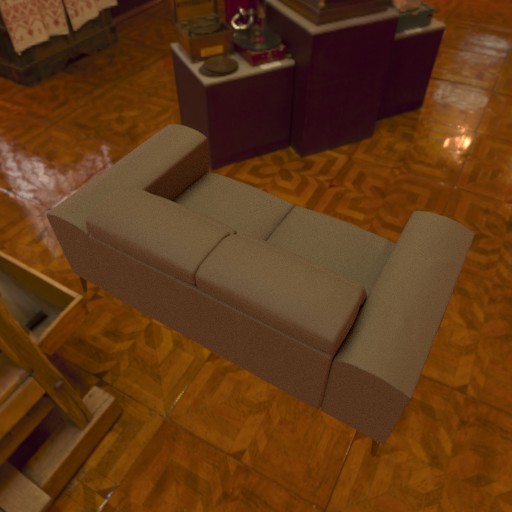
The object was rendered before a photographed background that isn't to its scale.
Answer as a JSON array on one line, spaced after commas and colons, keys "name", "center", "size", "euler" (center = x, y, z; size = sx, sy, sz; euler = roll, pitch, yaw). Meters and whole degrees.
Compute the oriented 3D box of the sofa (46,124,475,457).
[{"name": "sofa", "center": [0.000, 0.000, 2.336], "size": [1.895, 0.779, 1.003], "euler": [24, 52, 20]}]
